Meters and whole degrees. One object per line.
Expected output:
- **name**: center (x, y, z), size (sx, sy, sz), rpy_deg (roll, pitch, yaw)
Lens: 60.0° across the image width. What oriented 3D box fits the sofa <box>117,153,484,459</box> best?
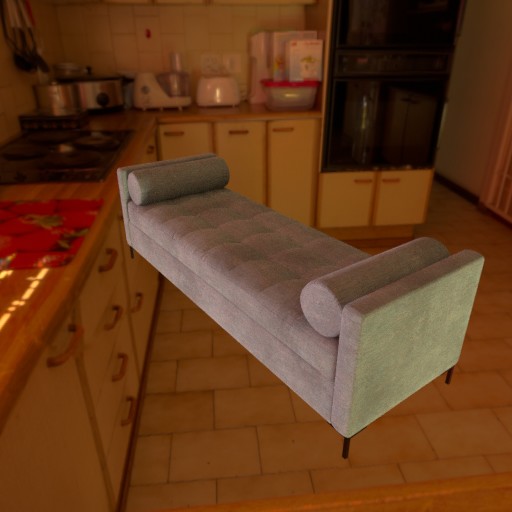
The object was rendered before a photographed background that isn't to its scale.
- **sofa**: center (0.000, 0.000, 2.318), size (0.686, 0.635, 1.981), rpy_deg (-18, 32, -32)
